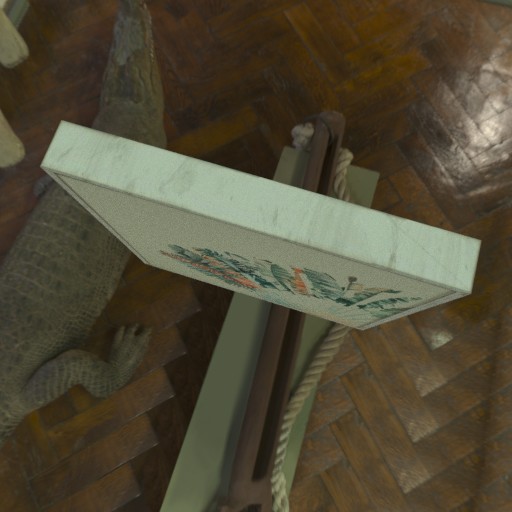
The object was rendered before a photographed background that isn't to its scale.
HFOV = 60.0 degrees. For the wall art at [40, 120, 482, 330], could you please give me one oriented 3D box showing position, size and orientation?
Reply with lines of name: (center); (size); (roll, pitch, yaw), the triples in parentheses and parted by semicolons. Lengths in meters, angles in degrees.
wall art: (0.000, 0.000, 0.451); (0.305, 0.303, 0.038); (17, 77, 4)
